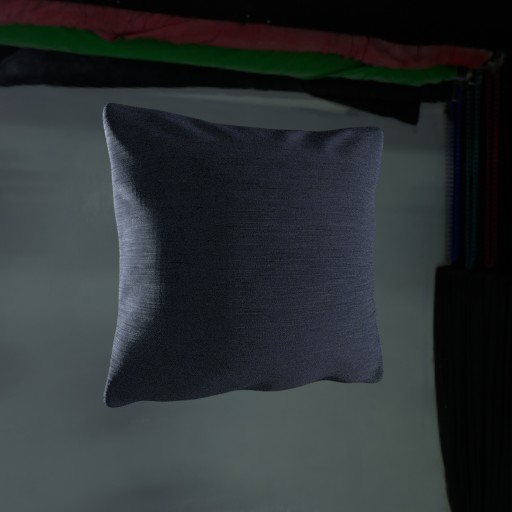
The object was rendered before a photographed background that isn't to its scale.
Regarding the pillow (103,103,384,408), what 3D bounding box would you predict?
[{"bbox_3d":[0.000,0.000,0.660,0.432,0.414,0.246,0,1,-17],"label":"pillow"}]
